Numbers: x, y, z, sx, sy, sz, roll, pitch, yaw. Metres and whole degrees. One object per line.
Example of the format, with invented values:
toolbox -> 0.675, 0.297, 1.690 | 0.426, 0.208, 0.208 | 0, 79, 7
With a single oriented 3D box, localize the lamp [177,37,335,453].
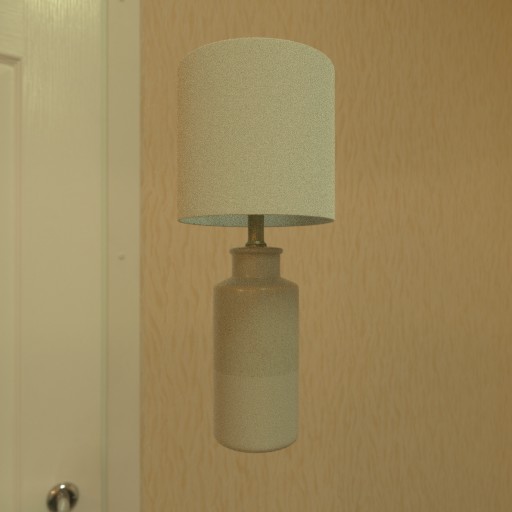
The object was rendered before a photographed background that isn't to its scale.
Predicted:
lamp -> 0.000, 0.000, 0.605 | 0.212, 0.493, 0.212 | 0, 0, 35
